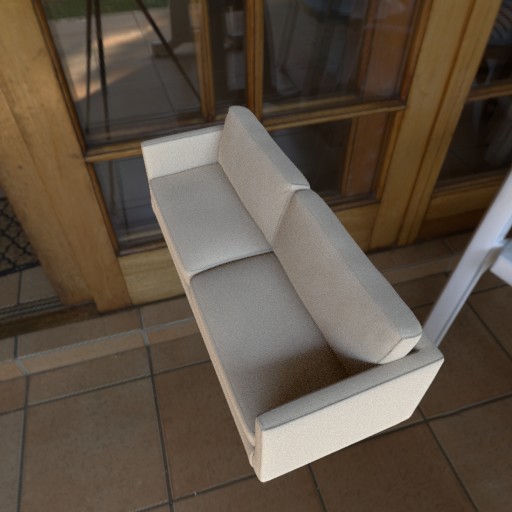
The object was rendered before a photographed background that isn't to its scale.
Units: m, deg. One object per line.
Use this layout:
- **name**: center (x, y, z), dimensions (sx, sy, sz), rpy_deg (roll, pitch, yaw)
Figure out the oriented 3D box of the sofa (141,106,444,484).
- **sofa**: center (0.000, 0.000, 2.848), dimensions (0.951, 0.968, 2.361), rpy_deg (-17, 49, -15)
